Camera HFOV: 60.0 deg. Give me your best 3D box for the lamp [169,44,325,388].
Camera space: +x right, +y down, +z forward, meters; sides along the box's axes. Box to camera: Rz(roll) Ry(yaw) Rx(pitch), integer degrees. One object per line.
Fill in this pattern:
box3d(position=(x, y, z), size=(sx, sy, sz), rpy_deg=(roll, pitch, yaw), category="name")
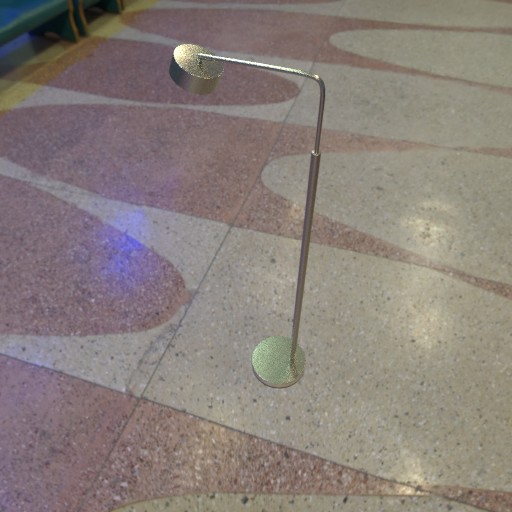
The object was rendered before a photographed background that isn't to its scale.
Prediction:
box3d(position=(0.000, 0.000, 1.420), size=(0.421, 1.250, 0.222), rpy_deg=(15, 49, 14), category="lamp")
